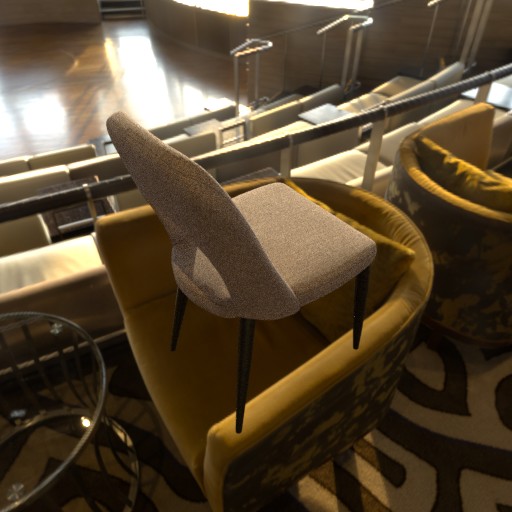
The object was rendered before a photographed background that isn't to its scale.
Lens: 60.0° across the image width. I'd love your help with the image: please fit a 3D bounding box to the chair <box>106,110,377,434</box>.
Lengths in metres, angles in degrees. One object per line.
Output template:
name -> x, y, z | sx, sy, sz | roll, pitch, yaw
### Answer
chair -> 0.000, 0.000, 1.285 | 0.612, 0.931, 0.470 | -27, 48, -28
